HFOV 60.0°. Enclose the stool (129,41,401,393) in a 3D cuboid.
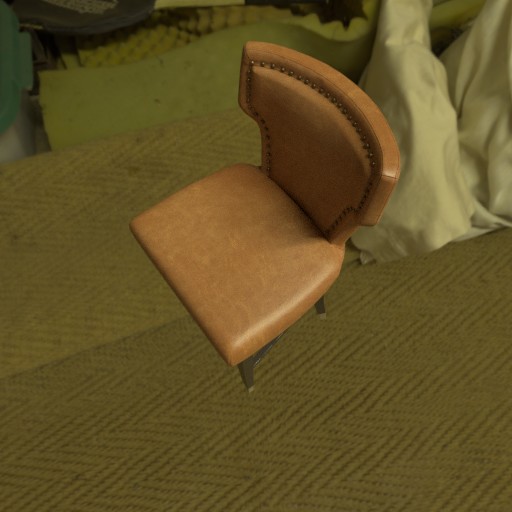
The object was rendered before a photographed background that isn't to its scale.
[{"bbox_3d":[0.000,0.000,1.401,0.563,1.092,0.526,-34,68,-16],"label":"stool"}]
